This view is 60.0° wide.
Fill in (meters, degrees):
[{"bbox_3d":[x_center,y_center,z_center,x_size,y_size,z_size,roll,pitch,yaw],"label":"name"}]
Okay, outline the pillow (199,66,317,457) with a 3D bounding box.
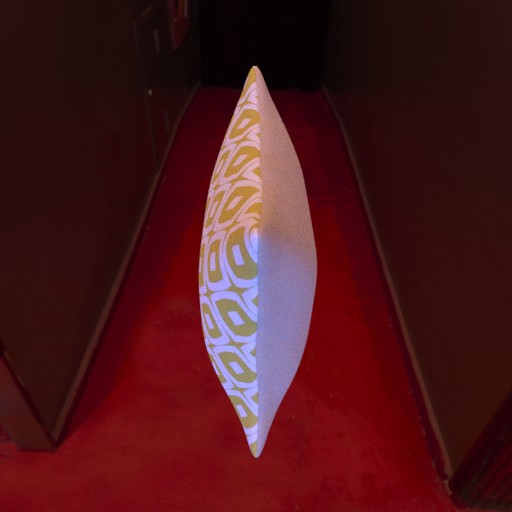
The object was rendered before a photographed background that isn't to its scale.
[{"bbox_3d":[0.000,0.000,0.786,0.188,0.494,0.504,0,41,0],"label":"pillow"}]
